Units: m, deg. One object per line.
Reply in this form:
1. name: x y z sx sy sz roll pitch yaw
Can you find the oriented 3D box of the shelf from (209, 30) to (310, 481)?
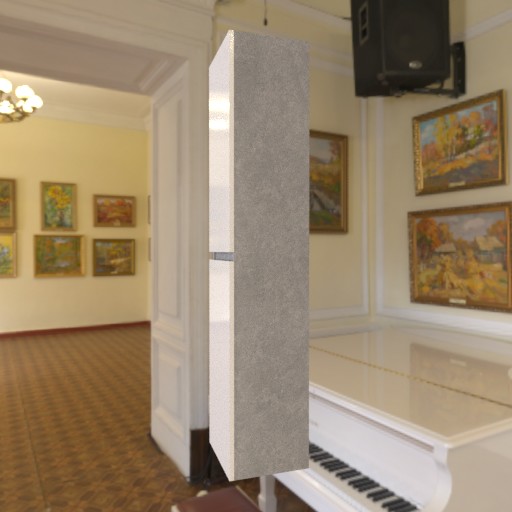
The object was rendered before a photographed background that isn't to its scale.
1. shelf: 0.000 0.000 1.557 0.270 1.400 0.300 0 1 -18
